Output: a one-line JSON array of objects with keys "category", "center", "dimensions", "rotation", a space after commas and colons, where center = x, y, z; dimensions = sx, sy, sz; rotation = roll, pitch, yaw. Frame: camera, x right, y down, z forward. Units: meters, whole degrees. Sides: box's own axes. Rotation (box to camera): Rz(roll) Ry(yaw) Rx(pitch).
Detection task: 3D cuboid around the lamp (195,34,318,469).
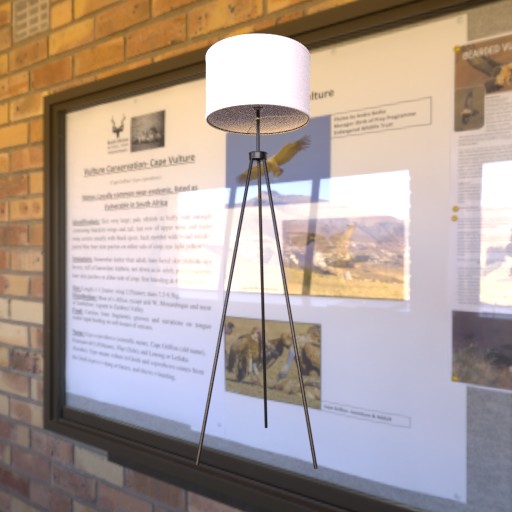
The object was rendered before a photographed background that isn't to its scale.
[{"category": "lamp", "center": [0.000, 0.000, 1.767], "dimensions": [0.448, 1.545, 0.458], "rotation": [0, 0, 0]}]
